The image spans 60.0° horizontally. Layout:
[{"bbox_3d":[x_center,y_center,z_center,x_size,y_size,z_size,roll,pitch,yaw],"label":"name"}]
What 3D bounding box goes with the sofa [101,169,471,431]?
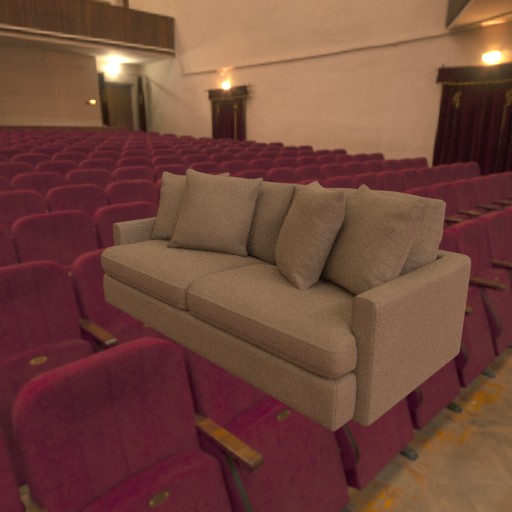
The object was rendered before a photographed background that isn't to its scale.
[{"bbox_3d":[0.000,0.000,3.006,1.228,1.084,2.380,-14,21,-42],"label":"sofa"}]
